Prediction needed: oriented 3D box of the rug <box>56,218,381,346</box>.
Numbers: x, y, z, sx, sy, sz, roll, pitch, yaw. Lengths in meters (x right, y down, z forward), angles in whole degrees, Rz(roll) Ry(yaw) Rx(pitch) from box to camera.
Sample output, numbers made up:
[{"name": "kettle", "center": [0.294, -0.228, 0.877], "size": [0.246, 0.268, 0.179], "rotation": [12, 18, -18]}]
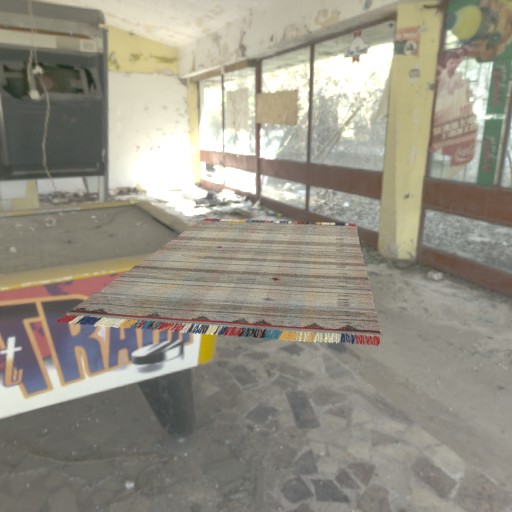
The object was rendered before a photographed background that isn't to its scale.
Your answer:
[{"name": "rug", "center": [0.000, 0.000, 3.043], "size": [1.465, 0.012, 2.465], "rotation": [3, 16, 9]}]
